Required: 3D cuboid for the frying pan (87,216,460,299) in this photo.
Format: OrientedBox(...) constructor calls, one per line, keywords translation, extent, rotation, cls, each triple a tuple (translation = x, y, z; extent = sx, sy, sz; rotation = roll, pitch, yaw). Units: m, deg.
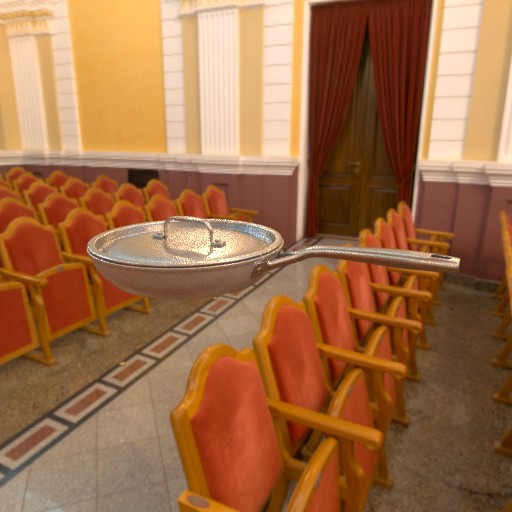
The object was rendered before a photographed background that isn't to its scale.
OrientedBox(translation=(0.000, 0.000, 0.589), extent=(0.490, 0.086, 0.272), rotation=(8, 18, 26), cls="frying pan")
